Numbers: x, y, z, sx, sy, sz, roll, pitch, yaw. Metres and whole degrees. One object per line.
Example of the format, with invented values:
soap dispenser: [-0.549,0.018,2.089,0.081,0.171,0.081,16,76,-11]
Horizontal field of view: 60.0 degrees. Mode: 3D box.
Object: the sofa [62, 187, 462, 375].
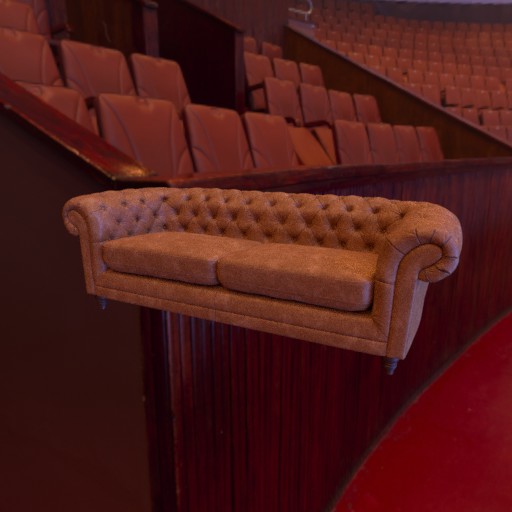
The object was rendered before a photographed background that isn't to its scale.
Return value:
sofa: [0.000,0.000,2.808,2.365,0.760,0.989,7,16,27]
